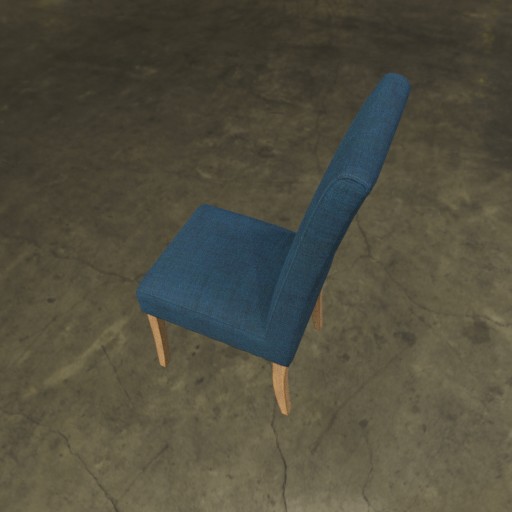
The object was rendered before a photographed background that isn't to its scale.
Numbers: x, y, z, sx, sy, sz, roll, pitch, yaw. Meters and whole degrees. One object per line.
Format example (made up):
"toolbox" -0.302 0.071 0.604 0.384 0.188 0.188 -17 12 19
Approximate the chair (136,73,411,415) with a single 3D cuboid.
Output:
"chair" 0.000 0.000 1.326 0.610 1.029 0.450 17 49 15
